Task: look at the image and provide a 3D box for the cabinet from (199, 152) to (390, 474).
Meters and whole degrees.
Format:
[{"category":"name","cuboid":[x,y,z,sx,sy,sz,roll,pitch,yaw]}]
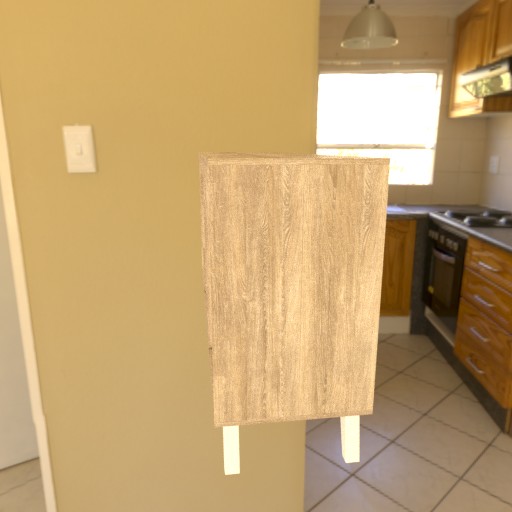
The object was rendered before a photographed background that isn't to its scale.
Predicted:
[{"category":"cabinet","cuboid":[0.000,0.000,1.938,0.450,0.870,1.600,-2,14,-8]}]
